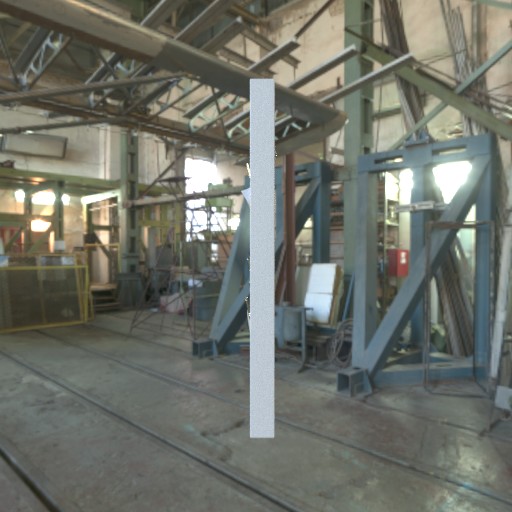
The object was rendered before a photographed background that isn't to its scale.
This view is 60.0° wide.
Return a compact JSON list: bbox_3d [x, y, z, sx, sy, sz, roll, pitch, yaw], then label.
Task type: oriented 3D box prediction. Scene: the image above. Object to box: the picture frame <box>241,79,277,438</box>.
[{"bbox_3d":[0.000,0.000,0.788,0.044,0.379,0.647,0,1,0],"label":"picture frame"}]
